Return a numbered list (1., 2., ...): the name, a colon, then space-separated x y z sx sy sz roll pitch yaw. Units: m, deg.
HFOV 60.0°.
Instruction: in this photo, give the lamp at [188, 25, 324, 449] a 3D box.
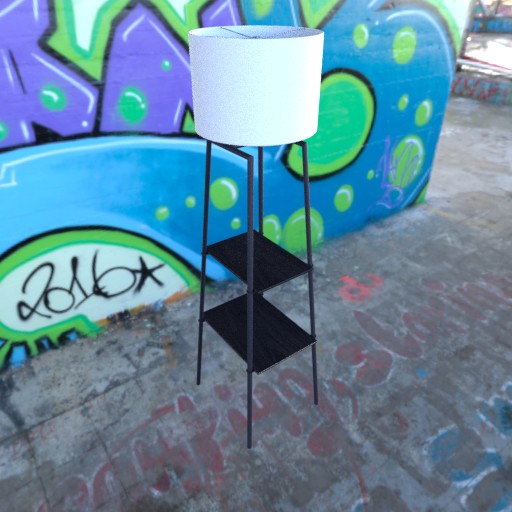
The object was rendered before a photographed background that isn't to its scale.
1. lamp: 0.000 0.000 1.624 0.384 1.474 0.427 -21 38 -30
